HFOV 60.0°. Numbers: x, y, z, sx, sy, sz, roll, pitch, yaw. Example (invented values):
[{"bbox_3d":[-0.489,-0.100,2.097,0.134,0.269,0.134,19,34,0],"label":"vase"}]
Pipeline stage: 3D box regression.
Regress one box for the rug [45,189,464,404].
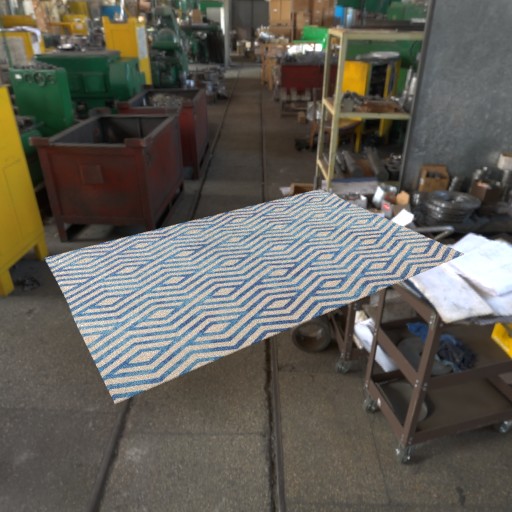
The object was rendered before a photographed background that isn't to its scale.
[{"bbox_3d":[0.000,0.000,3.040,2.439,0.008,1.531,-18,33,-29],"label":"rug"}]
